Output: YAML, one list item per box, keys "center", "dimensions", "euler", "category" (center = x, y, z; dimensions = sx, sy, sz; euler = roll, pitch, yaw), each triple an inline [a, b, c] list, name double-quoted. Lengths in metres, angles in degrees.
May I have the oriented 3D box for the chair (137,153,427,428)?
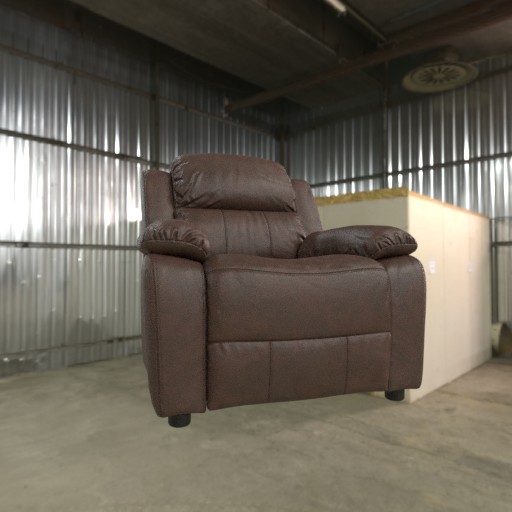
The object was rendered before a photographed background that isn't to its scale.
- center: [0.000, 0.000, 1.263]
  dimensions: [0.680, 0.702, 0.707]
  euler: [0, -1, -19]
  category: "chair"
